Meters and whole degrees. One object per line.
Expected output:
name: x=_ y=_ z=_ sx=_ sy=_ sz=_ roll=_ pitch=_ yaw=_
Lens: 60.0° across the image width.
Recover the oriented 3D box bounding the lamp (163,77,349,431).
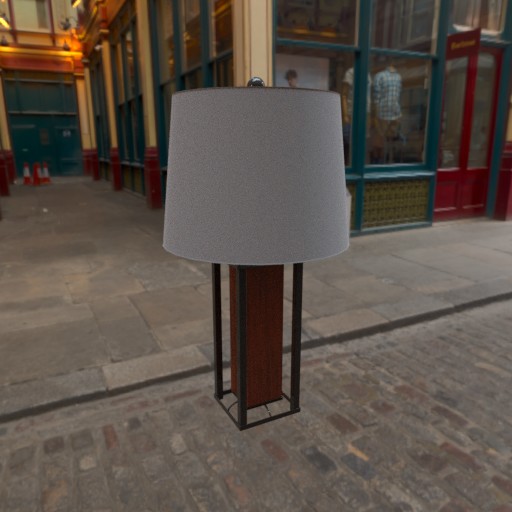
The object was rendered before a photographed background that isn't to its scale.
lamp: x=0.000 y=0.000 z=0.782 sx=0.320 sy=0.591 sz=0.320 roll=0 pitch=14 yaw=0
